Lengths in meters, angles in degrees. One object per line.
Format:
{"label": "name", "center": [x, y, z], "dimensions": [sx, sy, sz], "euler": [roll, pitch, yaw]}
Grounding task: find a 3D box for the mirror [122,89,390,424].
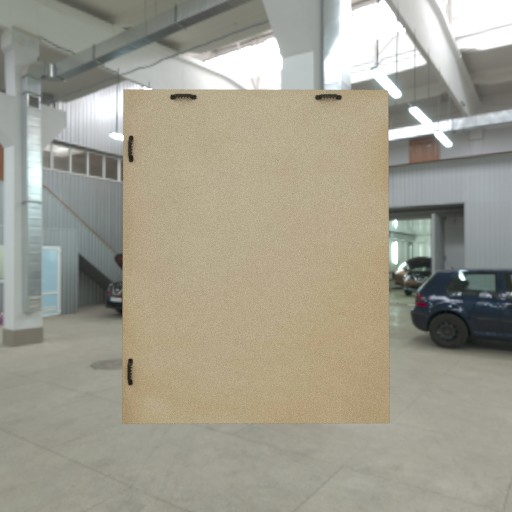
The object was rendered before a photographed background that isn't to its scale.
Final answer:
{"label": "mirror", "center": [0.000, 0.000, 0.690], "dimensions": [0.406, 0.509, 0.041], "euler": [0, -1, 0]}
